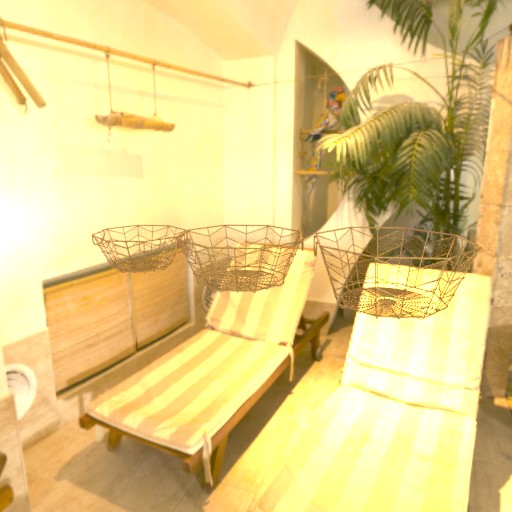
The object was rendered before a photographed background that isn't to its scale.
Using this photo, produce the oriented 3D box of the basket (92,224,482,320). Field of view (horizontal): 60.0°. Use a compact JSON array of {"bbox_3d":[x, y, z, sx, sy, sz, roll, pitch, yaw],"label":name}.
[{"bbox_3d":[0.000,0.000,1.384,1.245,0.178,0.432,7,15,26],"label":"basket"}]
